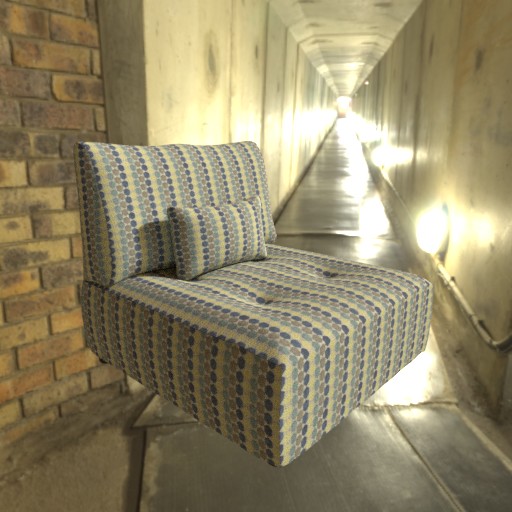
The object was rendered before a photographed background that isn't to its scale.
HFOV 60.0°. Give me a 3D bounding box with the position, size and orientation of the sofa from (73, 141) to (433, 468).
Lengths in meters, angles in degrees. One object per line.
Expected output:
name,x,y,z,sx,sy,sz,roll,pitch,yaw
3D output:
sofa,0.000,0.000,1.656,1.000,0.830,0.930,13,20,41
